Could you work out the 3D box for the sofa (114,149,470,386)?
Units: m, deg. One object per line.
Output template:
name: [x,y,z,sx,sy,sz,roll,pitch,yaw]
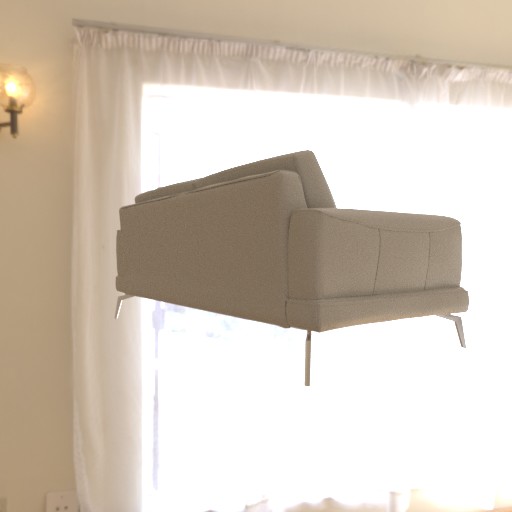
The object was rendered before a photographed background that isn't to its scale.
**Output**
sofa: [0.000,0.000,2.757,1.121,0.930,2.177,0,1,-37]
